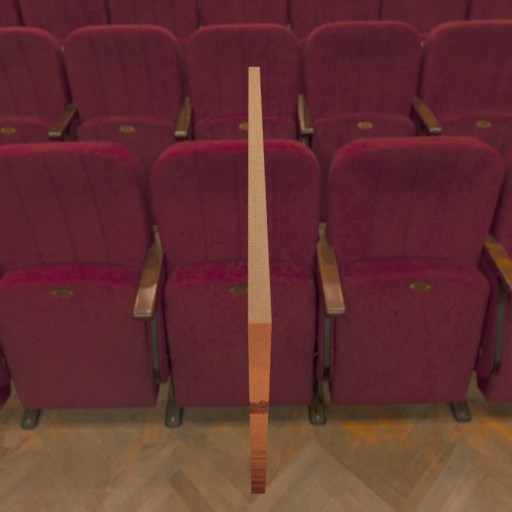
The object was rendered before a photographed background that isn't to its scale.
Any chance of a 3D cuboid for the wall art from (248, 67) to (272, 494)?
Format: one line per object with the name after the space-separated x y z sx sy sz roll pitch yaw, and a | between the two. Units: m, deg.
0.000 0.000 0.756 0.021 0.410 0.615 0 43 0 | wall art
